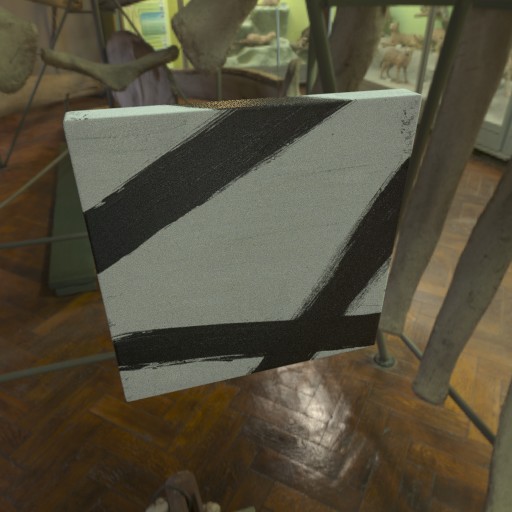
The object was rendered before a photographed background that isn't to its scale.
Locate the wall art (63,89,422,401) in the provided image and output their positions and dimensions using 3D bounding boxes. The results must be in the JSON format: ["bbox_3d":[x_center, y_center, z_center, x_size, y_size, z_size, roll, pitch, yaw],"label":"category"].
[{"bbox_3d":[0.000,0.000,0.754,0.507,0.508,0.050,-9,33,-14],"label":"wall art"}]
